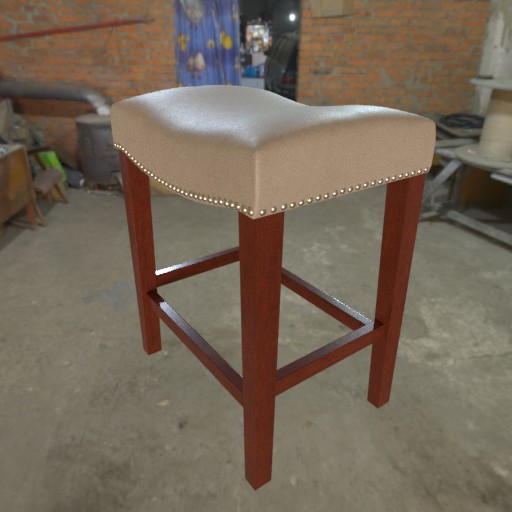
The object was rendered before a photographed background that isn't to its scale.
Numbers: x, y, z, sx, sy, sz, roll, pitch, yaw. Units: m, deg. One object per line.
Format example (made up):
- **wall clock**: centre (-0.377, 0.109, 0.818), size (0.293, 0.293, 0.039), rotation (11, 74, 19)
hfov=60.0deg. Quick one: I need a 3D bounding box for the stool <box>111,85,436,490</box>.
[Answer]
- **stool**: centre (0.000, 0.000, 0.925), size (0.375, 0.632, 0.509), rotation (-18, 32, -32)
